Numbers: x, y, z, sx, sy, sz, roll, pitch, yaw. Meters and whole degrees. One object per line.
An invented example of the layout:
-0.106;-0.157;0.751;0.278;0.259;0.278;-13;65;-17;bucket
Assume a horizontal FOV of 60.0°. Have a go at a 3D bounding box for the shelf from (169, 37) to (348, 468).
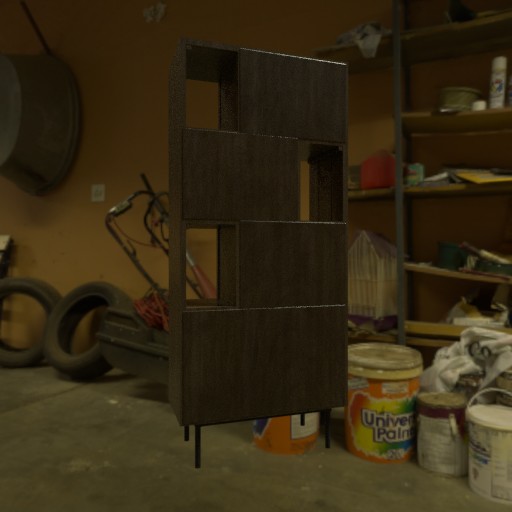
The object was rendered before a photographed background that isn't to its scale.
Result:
0.000;0.000;1.819;0.670;1.545;0.323;0;0;-18;shelf
